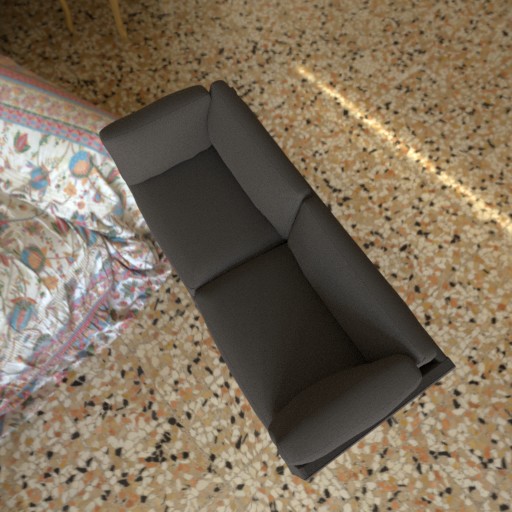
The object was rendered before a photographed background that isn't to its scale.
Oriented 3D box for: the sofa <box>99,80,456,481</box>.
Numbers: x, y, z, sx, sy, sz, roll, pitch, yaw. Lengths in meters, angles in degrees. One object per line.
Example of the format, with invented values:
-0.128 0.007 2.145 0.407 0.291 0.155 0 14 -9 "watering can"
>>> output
0.000 0.000 2.680 0.969 0.792 2.312 -28 67 -13 "sofa"
